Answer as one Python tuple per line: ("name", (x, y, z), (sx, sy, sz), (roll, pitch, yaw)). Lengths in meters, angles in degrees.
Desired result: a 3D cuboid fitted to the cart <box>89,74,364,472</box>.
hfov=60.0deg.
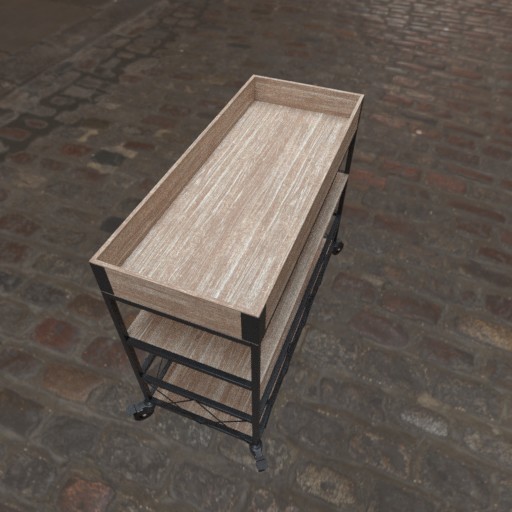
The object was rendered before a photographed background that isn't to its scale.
("cart", (0.000, 0.000, 1.512), (0.500, 0.787, 1.101), (16, 49, 15))
